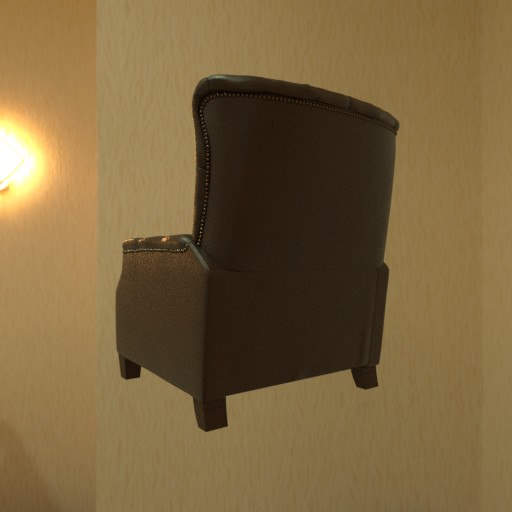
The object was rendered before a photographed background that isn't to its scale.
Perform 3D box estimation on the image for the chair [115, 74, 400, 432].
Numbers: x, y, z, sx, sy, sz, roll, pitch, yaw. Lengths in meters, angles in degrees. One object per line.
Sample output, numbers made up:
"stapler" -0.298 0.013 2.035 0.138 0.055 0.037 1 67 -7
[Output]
"chair" 0.000 0.000 1.477 0.709 0.864 0.823 0 0 -36
